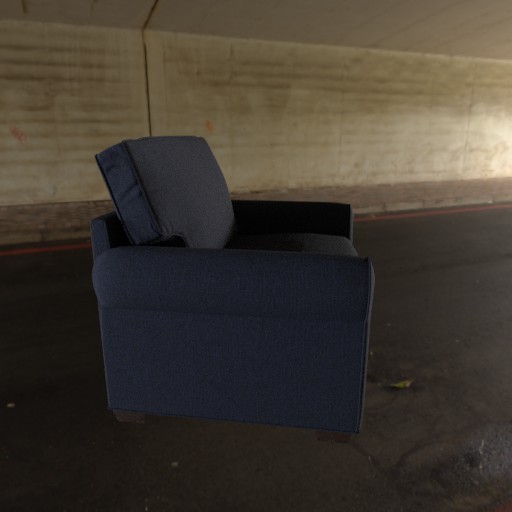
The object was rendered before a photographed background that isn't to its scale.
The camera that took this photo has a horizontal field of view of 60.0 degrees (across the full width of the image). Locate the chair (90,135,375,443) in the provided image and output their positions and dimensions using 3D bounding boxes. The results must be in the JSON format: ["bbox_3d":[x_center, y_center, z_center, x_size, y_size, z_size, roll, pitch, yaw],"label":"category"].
[{"bbox_3d":[0.000,0.000,1.996,0.963,1.044,1.285,2,16,8],"label":"chair"}]
